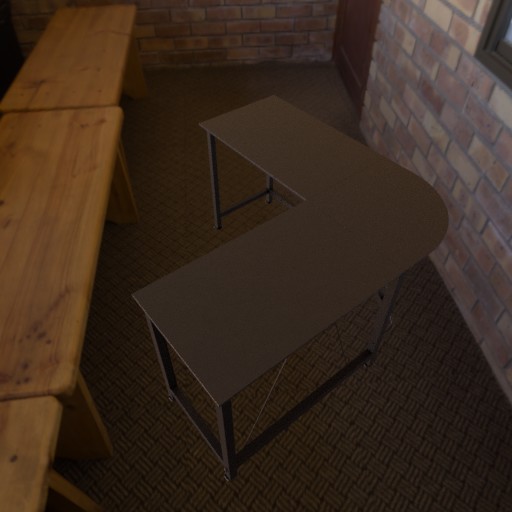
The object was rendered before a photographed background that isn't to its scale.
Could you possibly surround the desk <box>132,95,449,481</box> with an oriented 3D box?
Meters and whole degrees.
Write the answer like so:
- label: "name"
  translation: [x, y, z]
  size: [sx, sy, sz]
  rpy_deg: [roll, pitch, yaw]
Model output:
- label: "desk"
  translation: [0.000, 0.000, 2.256]
  size: [1.400, 0.762, 1.400]
  rpy_deg: [-30, 53, -26]
